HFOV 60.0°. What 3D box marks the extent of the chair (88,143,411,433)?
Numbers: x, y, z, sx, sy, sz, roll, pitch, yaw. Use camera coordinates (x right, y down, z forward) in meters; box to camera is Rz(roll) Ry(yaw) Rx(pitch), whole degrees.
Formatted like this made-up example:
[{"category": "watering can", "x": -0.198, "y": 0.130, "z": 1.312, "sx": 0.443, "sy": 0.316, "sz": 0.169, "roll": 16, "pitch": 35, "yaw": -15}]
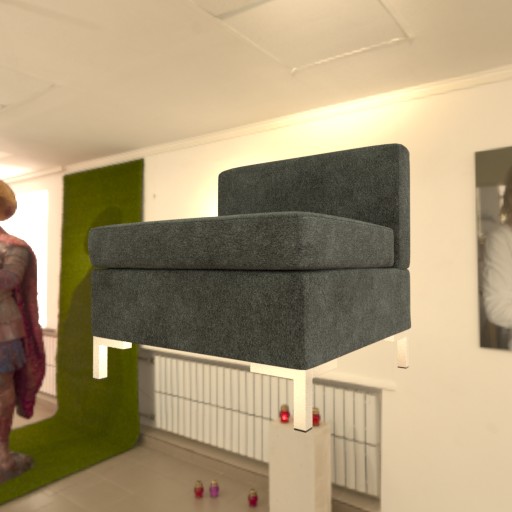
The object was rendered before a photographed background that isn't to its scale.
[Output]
[{"category": "chair", "x": 0.000, "y": 0.000, "z": 1.253, "sx": 0.680, "sy": 0.660, "sz": 0.680, "roll": -1, "pitch": -1, "yaw": 36}]
